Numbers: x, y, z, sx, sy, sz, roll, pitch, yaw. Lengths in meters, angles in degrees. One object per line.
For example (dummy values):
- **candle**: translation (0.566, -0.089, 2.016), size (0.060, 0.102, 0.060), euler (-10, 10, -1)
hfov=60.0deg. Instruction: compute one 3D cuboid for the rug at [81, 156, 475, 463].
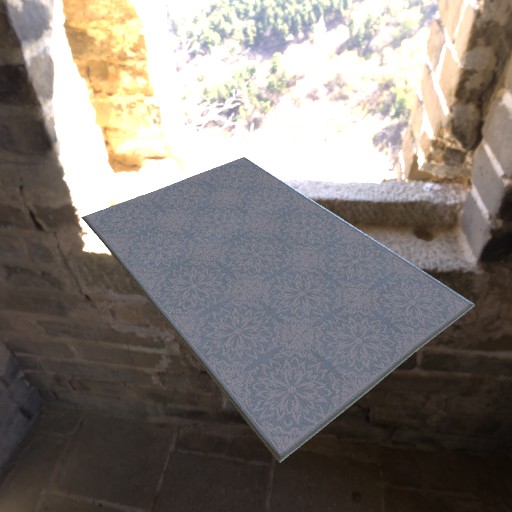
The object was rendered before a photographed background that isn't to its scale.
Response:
- **rug**: translation (0.000, 0.000, 3.549), size (1.819, 0.018, 2.746), euler (-27, 48, -28)
